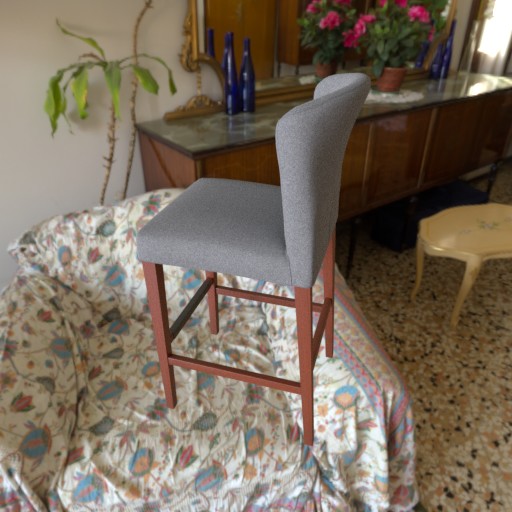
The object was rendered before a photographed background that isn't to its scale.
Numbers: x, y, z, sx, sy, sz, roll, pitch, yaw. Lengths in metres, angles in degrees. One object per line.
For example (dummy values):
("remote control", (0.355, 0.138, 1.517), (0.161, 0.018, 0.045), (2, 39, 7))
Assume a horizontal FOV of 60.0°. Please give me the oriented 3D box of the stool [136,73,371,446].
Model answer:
("stool", (0.000, 0.000, 1.385), (0.568, 1.069, 0.481), (9, 32, 15))
